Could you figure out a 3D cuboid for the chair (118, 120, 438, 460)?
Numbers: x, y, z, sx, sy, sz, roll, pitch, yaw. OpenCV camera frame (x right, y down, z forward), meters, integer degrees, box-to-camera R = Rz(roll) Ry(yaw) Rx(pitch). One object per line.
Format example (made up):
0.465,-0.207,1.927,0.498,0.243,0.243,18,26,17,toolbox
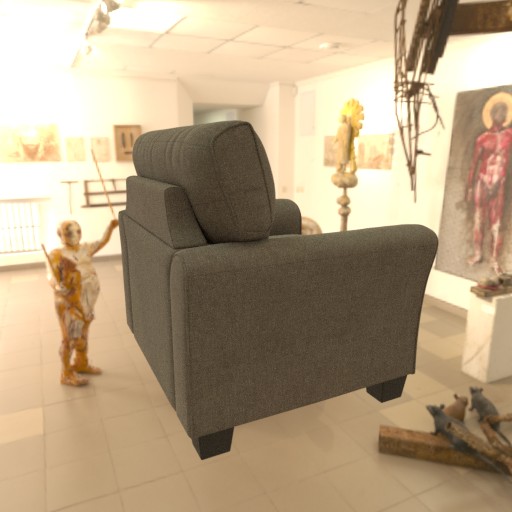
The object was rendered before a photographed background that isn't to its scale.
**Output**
0.000,0.000,1.603,0.816,0.890,0.941,-7,15,-25,chair
